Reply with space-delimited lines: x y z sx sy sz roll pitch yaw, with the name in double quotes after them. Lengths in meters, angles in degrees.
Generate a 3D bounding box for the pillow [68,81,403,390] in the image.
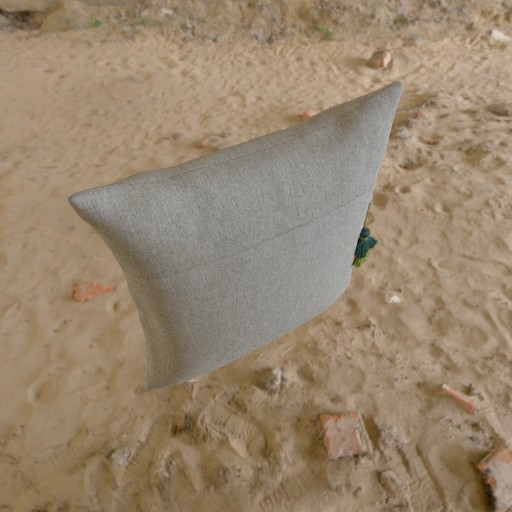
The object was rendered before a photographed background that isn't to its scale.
0.000 0.000 0.662 0.433 0.436 0.173 -25 53 -21 "pillow"
